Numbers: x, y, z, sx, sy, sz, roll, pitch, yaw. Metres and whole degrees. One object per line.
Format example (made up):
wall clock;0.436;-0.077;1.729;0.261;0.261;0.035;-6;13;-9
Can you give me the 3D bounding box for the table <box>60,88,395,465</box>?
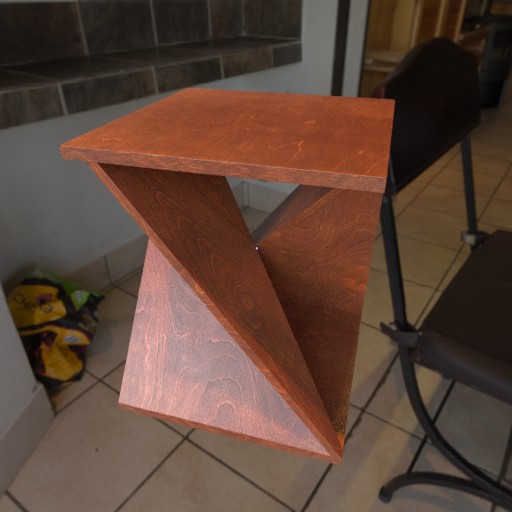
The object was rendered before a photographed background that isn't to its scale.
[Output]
table;0.000;0.000;0.853;0.427;0.520;0.427;9;32;14
